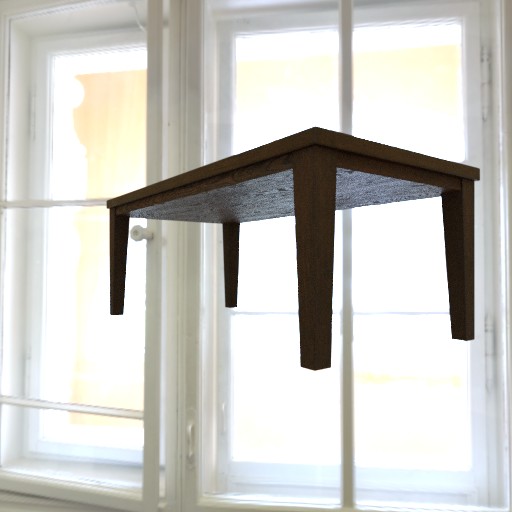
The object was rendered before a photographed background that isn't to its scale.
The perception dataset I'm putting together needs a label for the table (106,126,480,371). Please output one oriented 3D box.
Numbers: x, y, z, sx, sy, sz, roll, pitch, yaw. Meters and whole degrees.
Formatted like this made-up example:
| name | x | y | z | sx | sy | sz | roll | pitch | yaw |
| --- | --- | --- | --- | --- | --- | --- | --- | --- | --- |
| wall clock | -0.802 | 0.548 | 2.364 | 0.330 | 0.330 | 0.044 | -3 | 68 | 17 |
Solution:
| name | x | y | z | sx | sy | sz | roll | pitch | yaw |
| --- | --- | --- | --- | --- | --- | --- | --- | --- | --- |
| table | 0.000 | 0.000 | 2.456 | 1.016 | 0.762 | 1.981 | 1 | -1 | -37 |
